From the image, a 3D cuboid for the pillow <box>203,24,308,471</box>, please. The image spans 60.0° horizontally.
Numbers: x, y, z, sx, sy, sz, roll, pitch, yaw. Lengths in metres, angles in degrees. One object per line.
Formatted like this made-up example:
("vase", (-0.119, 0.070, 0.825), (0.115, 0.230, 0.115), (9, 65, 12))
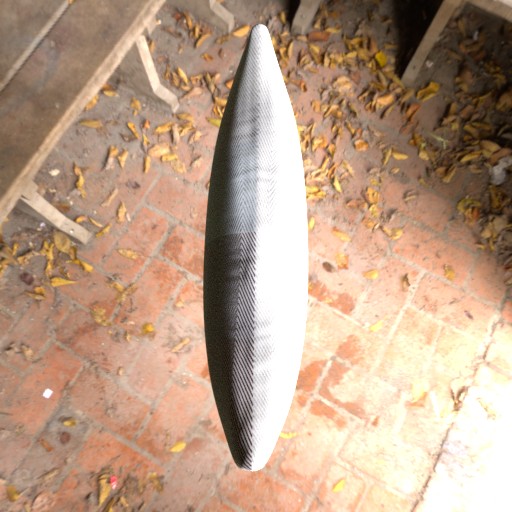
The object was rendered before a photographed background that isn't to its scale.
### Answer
("pillow", (0.000, 0.000, 0.614), (0.139, 0.305, 0.506), (1, 76, 0))
